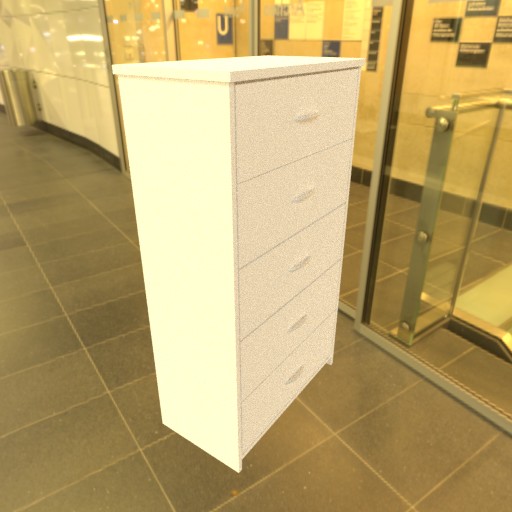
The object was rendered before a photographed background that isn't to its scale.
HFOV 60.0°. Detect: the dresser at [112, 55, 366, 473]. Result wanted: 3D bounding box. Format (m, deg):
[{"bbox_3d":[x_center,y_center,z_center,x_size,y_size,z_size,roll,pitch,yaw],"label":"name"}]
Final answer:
[{"bbox_3d":[0.000,0.000,1.559,0.399,1.255,0.704,18,32,31],"label":"dresser"}]
